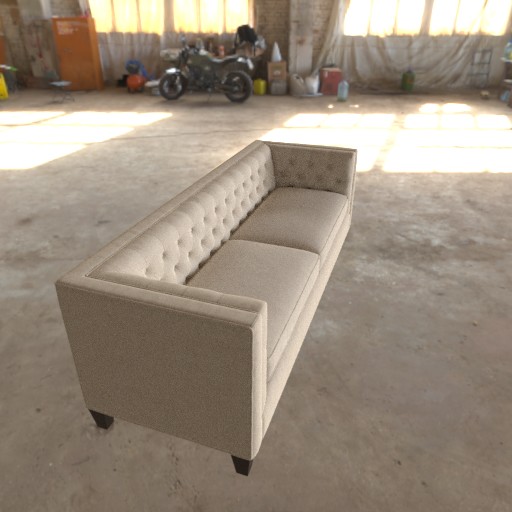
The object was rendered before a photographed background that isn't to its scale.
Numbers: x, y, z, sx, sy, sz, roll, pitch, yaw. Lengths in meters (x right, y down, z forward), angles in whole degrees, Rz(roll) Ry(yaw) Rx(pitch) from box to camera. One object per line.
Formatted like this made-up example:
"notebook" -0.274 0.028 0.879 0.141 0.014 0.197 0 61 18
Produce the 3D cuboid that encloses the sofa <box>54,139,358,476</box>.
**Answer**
"sofa" 0.000 0.000 2.529 0.775 0.762 2.159 10 30 17
